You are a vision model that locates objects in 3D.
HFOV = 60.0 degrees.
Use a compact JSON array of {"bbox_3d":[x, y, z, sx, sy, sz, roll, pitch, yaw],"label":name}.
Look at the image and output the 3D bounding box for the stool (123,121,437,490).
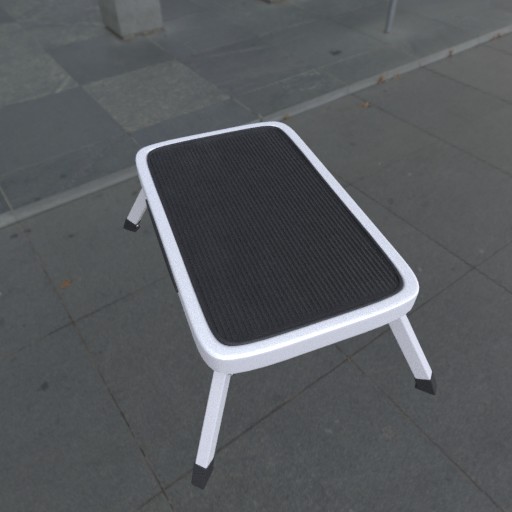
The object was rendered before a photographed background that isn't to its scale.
[{"bbox_3d":[0.000,0.000,0.602,0.320,0.170,0.460,-16,48,-15],"label":"stool"}]
